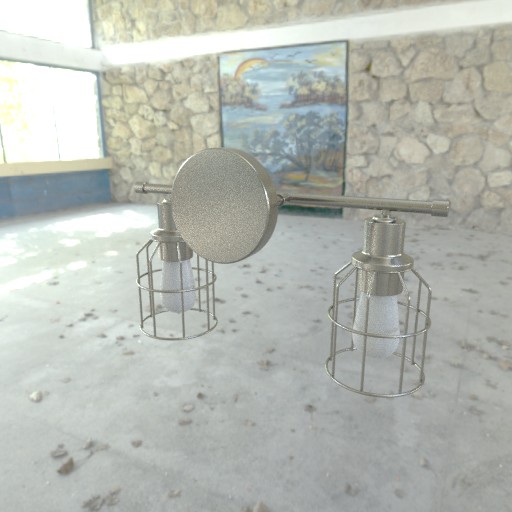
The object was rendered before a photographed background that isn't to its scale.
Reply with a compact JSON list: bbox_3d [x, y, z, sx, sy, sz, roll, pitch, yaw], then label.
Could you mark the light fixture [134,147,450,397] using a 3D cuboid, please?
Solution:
[{"bbox_3d":[0.000,0.000,0.529,0.406,0.254,0.165,8,17,27],"label":"light fixture"}]
